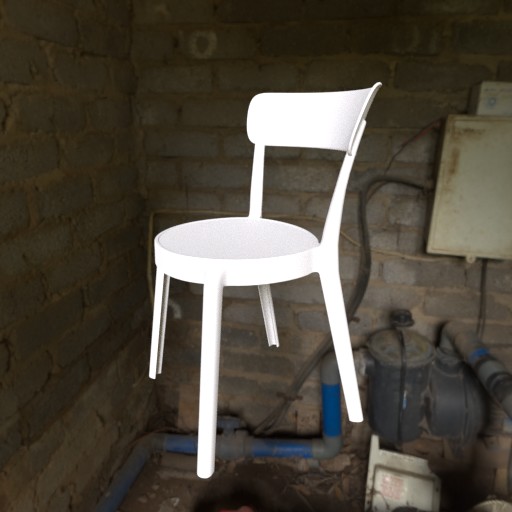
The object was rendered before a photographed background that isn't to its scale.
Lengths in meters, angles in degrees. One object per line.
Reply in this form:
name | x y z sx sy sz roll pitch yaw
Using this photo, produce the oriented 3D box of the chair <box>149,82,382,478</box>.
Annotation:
chair | 0.000 0.000 1.106 0.491 0.790 0.506 -9 19 -25
